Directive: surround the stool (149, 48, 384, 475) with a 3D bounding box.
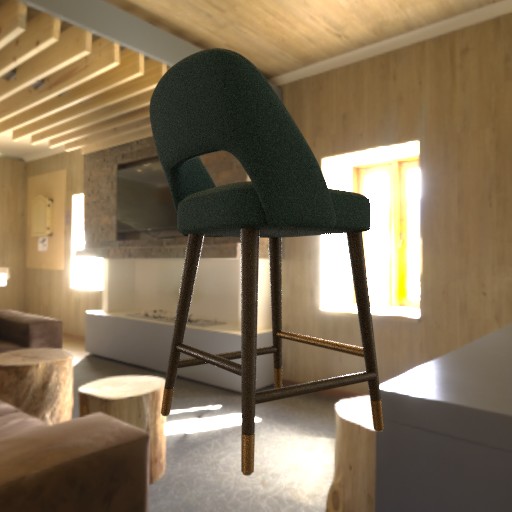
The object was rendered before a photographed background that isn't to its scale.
[{"bbox_3d":[0.000,0.000,1.228,0.522,0.939,0.536,0,-1,-35],"label":"stool"}]
